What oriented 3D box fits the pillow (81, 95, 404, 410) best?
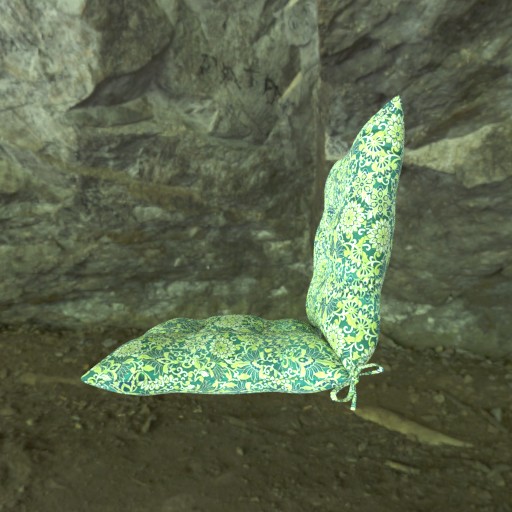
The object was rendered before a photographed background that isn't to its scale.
[{"bbox_3d":[0.000,0.000,0.998,0.585,0.536,0.541,0,-1,1],"label":"pillow"}]
